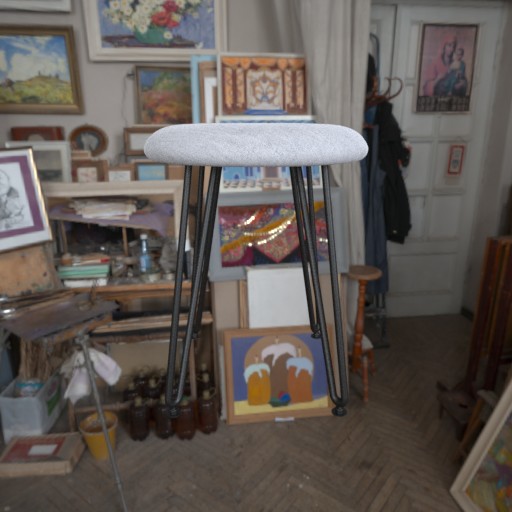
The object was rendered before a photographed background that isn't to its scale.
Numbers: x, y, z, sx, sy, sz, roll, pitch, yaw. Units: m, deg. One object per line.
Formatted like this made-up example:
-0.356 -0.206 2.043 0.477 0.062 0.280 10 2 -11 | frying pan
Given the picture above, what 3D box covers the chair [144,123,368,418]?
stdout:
0.000 0.000 0.672 0.350 0.386 0.350 16 23 42 | chair
